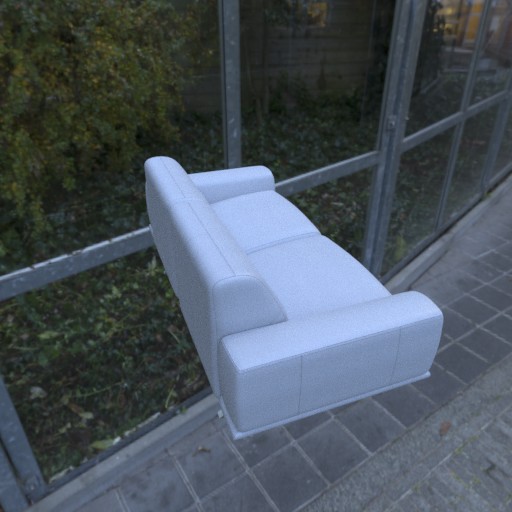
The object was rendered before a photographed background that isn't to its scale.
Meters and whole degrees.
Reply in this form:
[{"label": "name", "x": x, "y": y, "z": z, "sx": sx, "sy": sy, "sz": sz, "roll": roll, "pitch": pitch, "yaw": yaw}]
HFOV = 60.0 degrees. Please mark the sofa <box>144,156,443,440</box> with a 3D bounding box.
[{"label": "sofa", "x": 0.000, "y": 0.000, "z": 2.404, "sx": 0.900, "sy": 0.772, "sz": 1.901, "roll": -11, "pitch": 32, "yaw": -18}]
